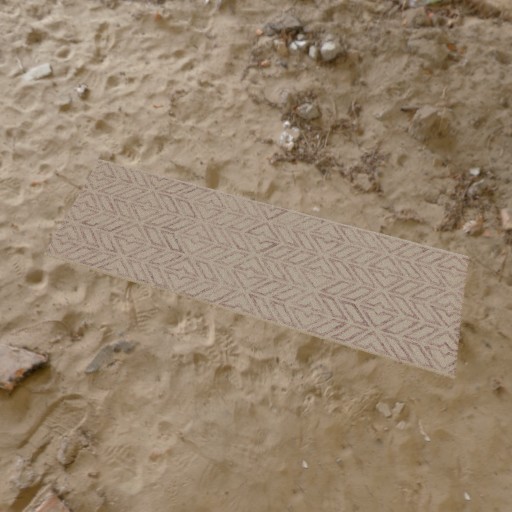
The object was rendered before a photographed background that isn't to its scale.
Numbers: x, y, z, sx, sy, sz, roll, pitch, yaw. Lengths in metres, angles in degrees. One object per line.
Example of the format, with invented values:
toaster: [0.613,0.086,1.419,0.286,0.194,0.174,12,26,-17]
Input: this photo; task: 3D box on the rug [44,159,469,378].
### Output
rug: [0.000,0.000,2.653,2.435,0.009,0.750,16,65,8]
